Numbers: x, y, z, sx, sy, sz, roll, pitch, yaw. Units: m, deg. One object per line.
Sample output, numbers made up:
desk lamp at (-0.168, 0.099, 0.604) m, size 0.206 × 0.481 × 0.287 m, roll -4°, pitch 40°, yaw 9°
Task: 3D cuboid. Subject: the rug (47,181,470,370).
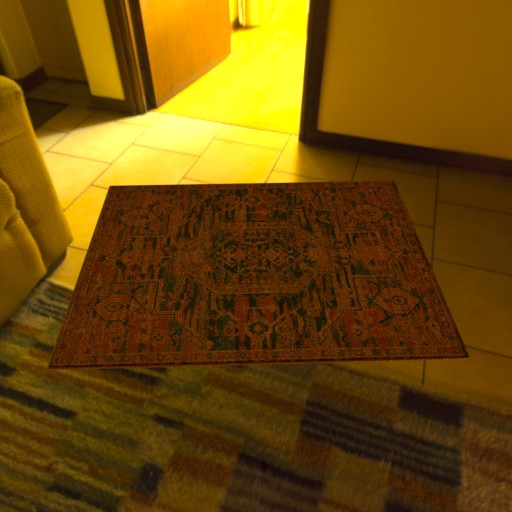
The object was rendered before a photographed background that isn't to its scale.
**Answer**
rug at (0.000, 0.000, 2.865) m, size 2.204 × 0.024 × 1.588 m, roll -1°, pitch 45°, yaw -1°
